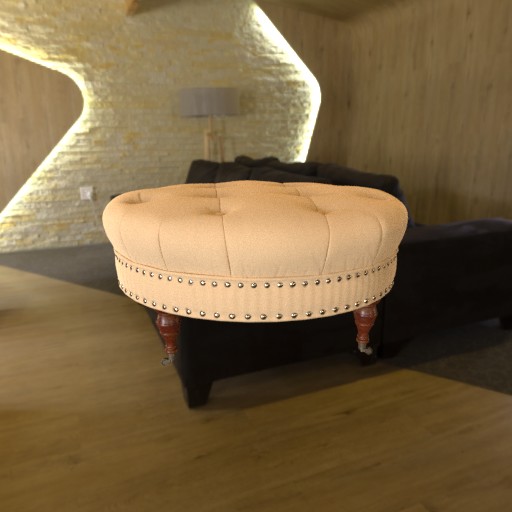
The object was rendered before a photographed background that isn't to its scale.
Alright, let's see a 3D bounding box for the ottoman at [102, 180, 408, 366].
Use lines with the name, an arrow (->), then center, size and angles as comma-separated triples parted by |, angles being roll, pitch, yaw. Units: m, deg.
ottoman -> 0.000, 0.000, 1.408 | 0.901, 0.439, 0.901 | 0, 15, 0
